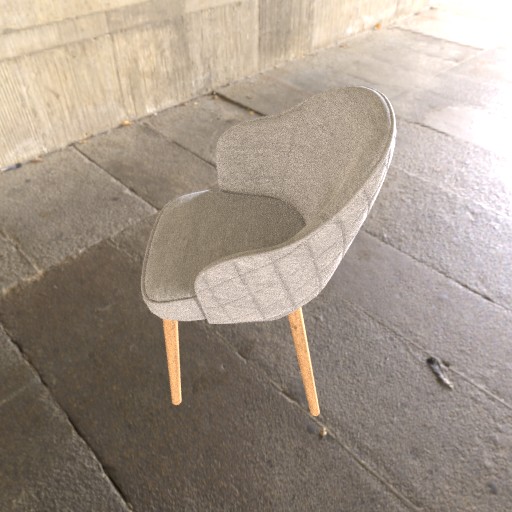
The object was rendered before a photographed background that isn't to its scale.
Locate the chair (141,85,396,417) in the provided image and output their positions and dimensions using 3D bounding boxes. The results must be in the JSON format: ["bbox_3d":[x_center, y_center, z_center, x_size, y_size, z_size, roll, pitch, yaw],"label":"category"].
[{"bbox_3d":[0.000,0.000,1.124,0.530,0.800,0.540,0,42,0],"label":"chair"}]
